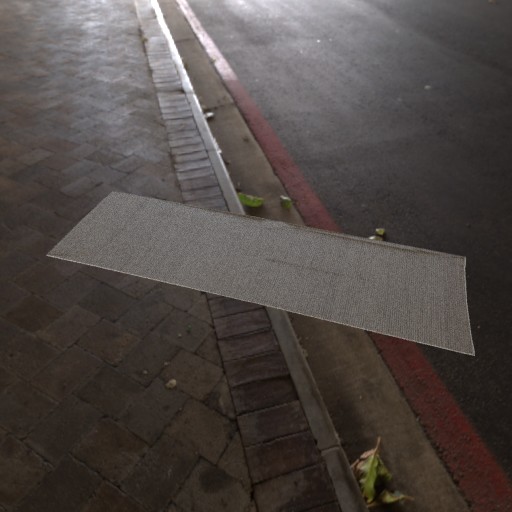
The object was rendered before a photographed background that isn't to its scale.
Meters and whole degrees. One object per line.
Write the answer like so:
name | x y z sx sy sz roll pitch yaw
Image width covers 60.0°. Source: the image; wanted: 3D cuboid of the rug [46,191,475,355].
rug | 0.000 0.000 2.621 2.390 0.014 0.741 12 42 13
